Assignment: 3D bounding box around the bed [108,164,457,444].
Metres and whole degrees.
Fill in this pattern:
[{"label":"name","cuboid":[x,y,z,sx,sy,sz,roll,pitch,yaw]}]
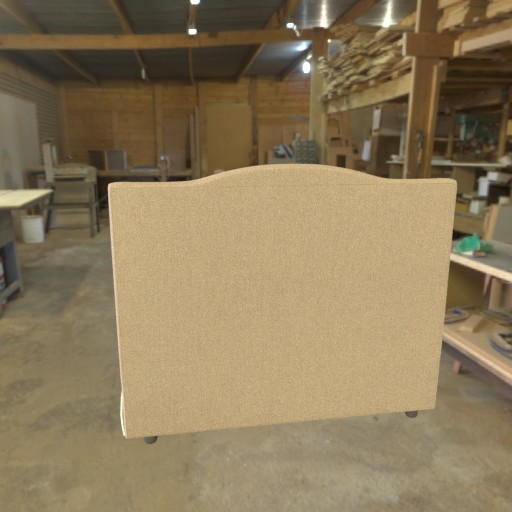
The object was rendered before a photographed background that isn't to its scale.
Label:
[{"label":"bed","cuboid":[0.000,0.000,3.329,1.821,1.436,2.282,-2,14,-9]}]
